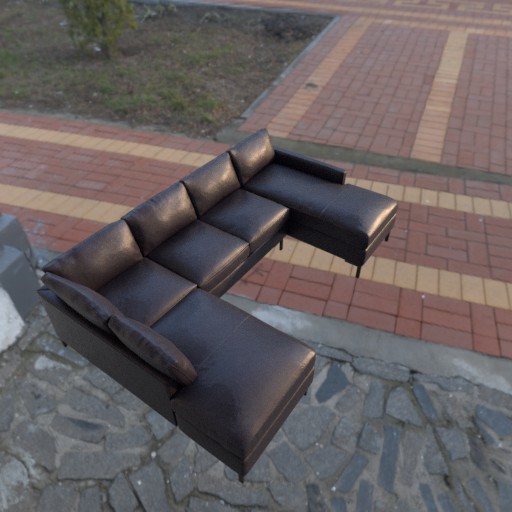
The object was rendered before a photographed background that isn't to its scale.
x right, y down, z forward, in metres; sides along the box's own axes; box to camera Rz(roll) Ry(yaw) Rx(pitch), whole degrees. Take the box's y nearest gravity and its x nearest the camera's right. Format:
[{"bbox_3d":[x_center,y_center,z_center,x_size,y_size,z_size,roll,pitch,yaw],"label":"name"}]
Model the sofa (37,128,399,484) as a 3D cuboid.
[{"bbox_3d":[0.000,0.000,3.859,1.939,0.900,2.956,25,47,26],"label":"sofa"}]
